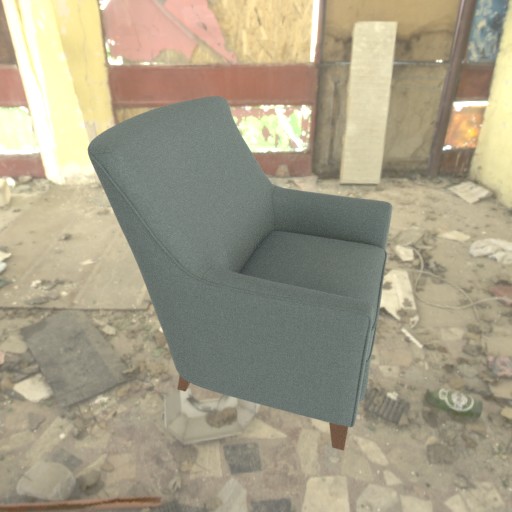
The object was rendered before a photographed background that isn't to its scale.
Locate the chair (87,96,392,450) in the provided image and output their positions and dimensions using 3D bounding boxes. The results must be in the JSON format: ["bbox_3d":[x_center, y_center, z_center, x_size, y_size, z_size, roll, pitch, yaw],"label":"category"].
[{"bbox_3d":[0.000,0.000,1.550,0.879,0.916,0.756,10,32,16],"label":"chair"}]
